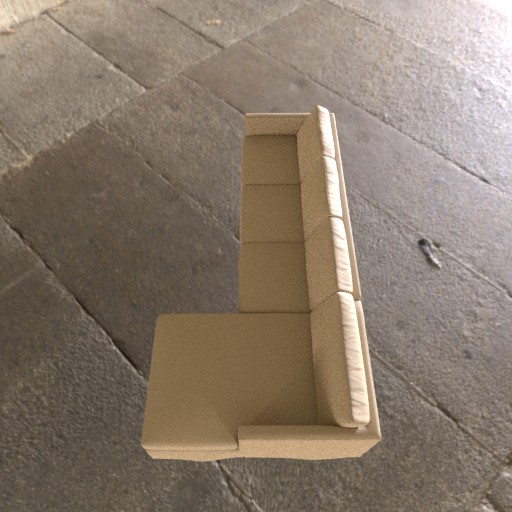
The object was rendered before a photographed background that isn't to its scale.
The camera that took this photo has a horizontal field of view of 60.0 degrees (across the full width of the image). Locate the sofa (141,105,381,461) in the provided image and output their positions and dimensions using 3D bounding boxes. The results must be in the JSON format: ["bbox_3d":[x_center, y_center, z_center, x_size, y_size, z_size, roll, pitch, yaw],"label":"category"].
[{"bbox_3d":[0.000,0.000,3.900,1.622,0.871,3.206,0,57,0],"label":"sofa"}]
